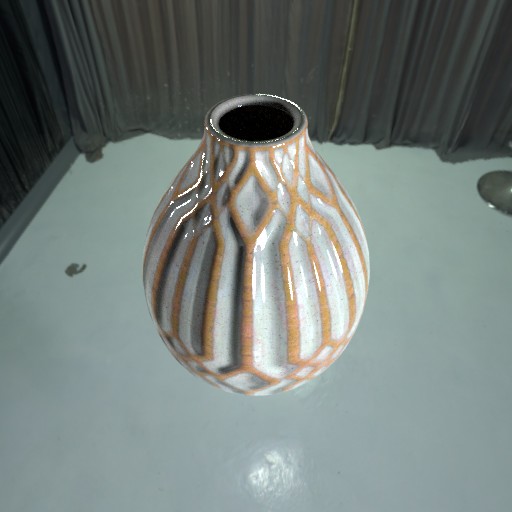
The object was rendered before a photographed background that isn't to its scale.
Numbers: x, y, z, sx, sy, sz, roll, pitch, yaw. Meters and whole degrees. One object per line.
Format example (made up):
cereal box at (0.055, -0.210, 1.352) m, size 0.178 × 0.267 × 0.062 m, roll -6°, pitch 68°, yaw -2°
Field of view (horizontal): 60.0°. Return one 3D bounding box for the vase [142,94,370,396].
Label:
vase at (0.000, 0.000, 0.254) m, size 0.131 × 0.175 × 0.131 m, roll 0°, pitch 47°, yaw 0°
